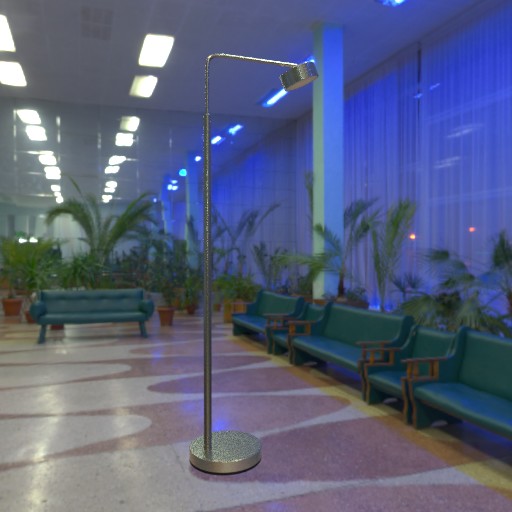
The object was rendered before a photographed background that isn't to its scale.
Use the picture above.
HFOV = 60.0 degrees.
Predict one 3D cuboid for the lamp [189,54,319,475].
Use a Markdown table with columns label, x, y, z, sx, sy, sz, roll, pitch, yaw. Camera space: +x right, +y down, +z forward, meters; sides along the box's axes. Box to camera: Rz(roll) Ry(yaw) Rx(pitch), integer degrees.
| label | x | y | z | sx | sy | sz | roll | pitch | yaw |
| --- | --- | --- | --- | --- | --- | --- | --- | --- | --- |
| lamp | 0.000 | 0.000 | 1.399 | 0.421 | 1.250 | 0.222 | 0 | 1 | -19 |
